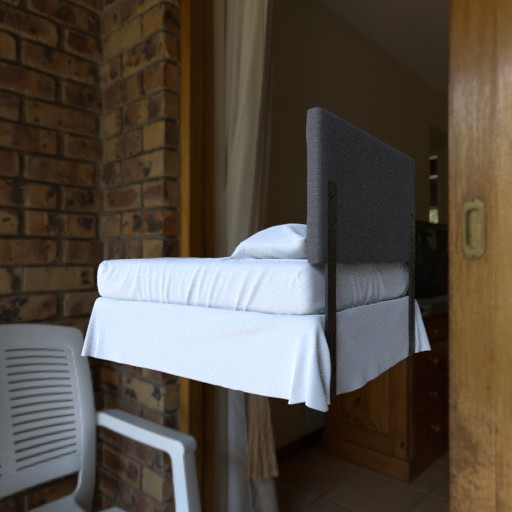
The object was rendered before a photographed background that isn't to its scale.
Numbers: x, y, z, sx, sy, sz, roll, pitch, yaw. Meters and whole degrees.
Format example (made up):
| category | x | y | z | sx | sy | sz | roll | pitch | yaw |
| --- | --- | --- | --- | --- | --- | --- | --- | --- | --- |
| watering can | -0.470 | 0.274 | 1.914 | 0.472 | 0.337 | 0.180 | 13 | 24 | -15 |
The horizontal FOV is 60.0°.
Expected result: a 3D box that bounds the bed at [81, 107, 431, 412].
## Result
| category | x | y | z | sx | sy | sz | roll | pitch | yaw |
| --- | --- | --- | --- | --- | --- | --- | --- | --- | --- |
| bed | 0.000 | 0.000 | 3.585 | 2.222 | 1.577 | 1.936 | 0 | 0 | 37 |
